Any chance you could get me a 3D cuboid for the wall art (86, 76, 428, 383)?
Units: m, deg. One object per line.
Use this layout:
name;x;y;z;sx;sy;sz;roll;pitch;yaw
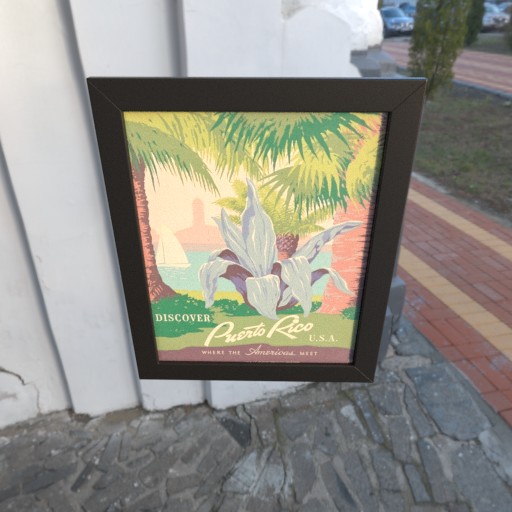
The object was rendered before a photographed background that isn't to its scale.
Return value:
wall art;0.000;0.000;0.773;0.481;0.582;0.018;1;30;1
